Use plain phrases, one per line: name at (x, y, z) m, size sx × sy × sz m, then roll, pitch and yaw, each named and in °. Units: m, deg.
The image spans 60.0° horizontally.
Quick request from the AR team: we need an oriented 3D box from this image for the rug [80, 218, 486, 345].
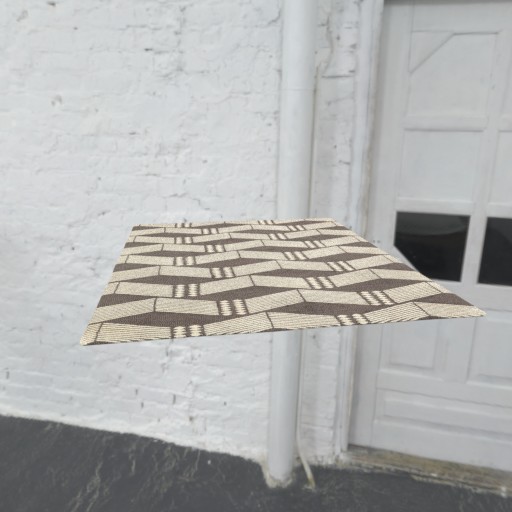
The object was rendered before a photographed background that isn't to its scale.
rug at (0.000, 0.000, 4.016) m, size 2.438 × 0.016 × 3.048 m, roll -3°, pitch 17°, yaw -9°
